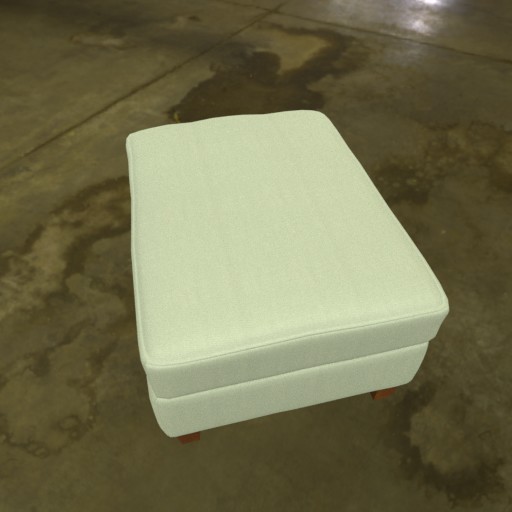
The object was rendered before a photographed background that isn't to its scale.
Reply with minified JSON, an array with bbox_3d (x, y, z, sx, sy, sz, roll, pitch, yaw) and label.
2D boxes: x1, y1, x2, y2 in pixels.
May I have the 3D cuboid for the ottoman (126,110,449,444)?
[{"bbox_3d":[0.000,0.000,1.231,0.634,0.496,0.818,-10,48,-9],"label":"ottoman"}]
